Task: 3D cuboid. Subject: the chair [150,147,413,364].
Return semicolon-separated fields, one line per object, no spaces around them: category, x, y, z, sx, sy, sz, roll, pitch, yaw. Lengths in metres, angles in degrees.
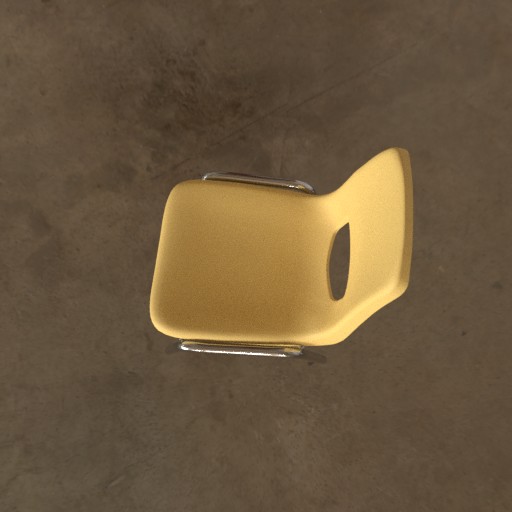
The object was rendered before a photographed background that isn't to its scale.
chair;0.000;0.000;0.798;0.385;0.536;0.354;5;74;1
